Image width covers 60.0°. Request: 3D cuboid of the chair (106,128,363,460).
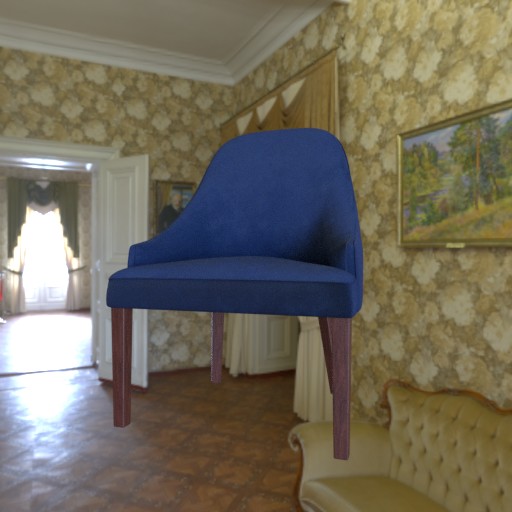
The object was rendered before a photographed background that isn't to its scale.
[{"bbox_3d":[0.000,0.000,1.313,0.643,0.889,0.575,0,0,19],"label":"chair"}]
